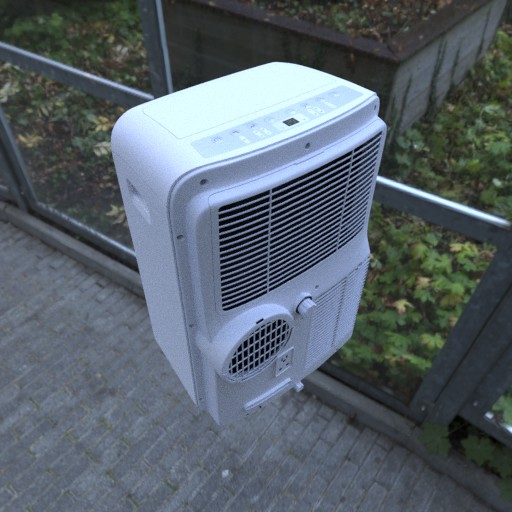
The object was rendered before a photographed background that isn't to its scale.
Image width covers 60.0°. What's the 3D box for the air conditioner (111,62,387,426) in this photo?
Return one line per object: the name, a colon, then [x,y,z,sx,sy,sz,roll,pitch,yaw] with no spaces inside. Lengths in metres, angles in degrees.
air conditioner: [0.000,0.000,0.946,0.454,0.700,0.365,-29,52,-25]
